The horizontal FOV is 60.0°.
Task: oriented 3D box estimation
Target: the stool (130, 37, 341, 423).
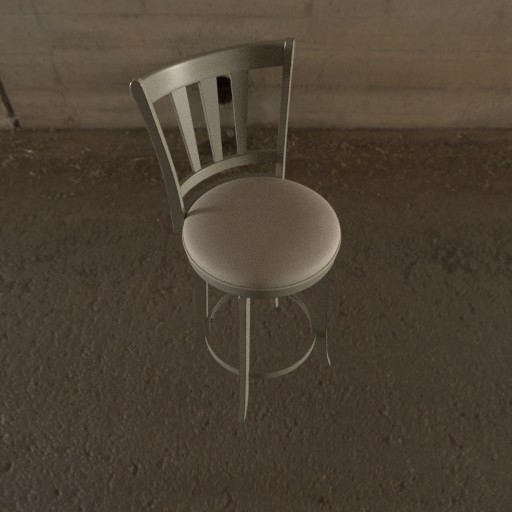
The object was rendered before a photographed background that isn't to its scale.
[{"bbox_3d":[0.000,0.000,1.292,0.436,1.042,0.475,-26,51,-23],"label":"stool"}]
